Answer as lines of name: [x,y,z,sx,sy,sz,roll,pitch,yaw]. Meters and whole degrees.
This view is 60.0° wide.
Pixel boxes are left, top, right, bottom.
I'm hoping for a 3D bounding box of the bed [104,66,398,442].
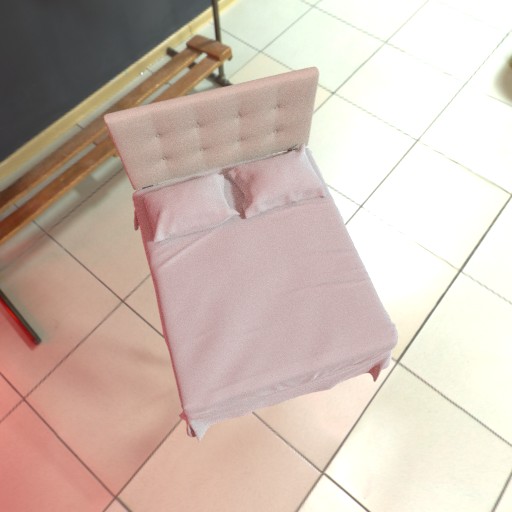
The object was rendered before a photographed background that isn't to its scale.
bed: [0.000,0.000,3.511,1.936,1.577,2.222,-16,65,-8]
